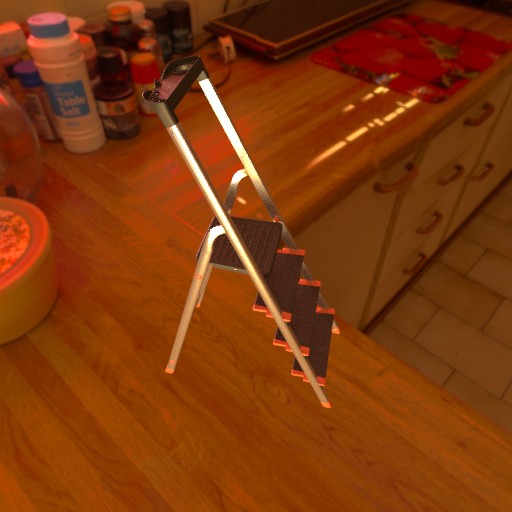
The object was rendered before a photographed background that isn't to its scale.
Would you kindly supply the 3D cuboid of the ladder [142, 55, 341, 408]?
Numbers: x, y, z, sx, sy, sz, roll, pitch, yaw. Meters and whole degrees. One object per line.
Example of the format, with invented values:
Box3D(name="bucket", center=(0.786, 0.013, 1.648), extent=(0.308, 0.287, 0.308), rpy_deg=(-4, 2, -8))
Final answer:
Box3D(name="ladder", center=(0.000, 0.000, 1.791), extent=(0.834, 1.429, 0.452), rpy_deg=(10, 47, 9))
